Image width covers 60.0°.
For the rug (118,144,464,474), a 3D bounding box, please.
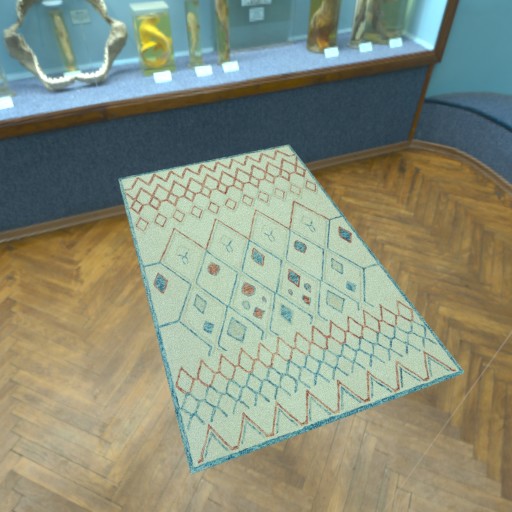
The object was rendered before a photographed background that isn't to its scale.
[{"bbox_3d":[0.000,0.000,3.022,1.524,0.015,2.438,-15,47,-14],"label":"rug"}]
